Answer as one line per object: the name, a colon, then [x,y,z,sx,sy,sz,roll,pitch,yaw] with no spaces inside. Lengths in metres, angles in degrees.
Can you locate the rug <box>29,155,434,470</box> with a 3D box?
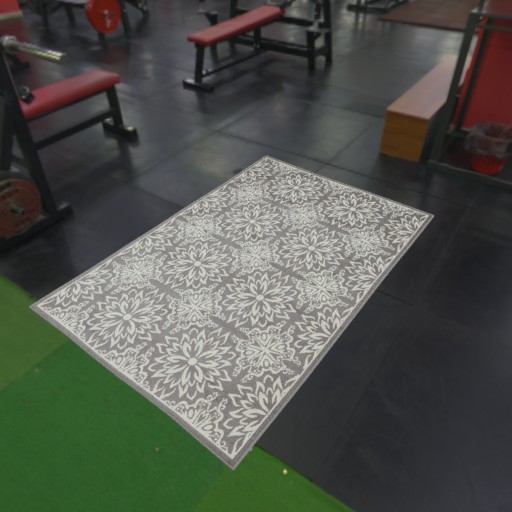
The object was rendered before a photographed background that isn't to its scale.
rug: [0.000,0.000,2.315,1.224,0.012,1.847,26,47,28]
